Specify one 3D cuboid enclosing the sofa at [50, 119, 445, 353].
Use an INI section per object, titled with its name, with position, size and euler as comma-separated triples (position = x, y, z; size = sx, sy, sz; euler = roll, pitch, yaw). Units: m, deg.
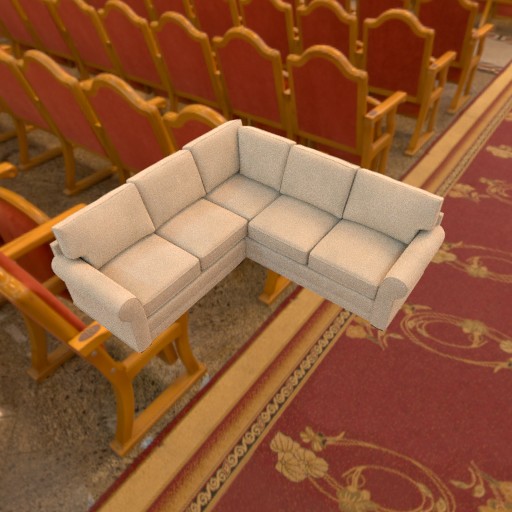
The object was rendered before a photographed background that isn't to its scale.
[sofa]
position = 0.000, 0.000, 3.968
size = 2.569, 1.054, 2.487
euler = 27, 50, 26
